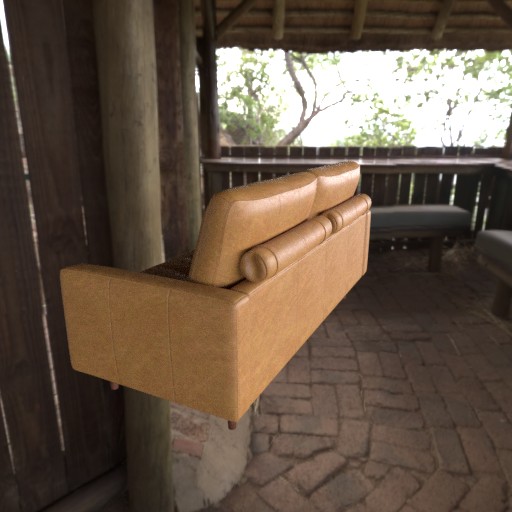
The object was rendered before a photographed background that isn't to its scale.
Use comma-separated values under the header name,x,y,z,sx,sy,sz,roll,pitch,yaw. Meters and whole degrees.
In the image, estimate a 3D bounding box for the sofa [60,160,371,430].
name,x,y,z,sx,sy,sz,roll,pitch,yaw
sofa,0.000,0.000,2.313,0.850,0.898,1.821,8,18,26
